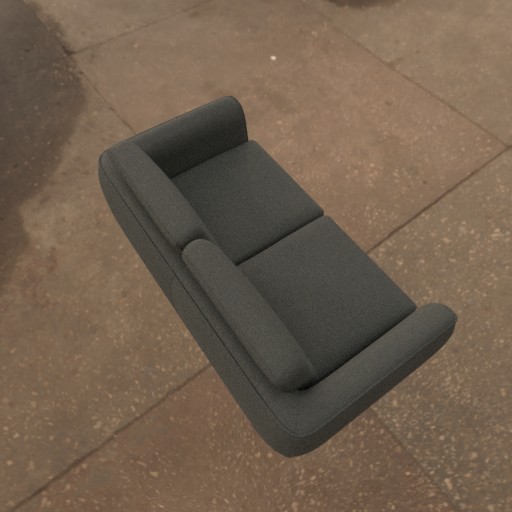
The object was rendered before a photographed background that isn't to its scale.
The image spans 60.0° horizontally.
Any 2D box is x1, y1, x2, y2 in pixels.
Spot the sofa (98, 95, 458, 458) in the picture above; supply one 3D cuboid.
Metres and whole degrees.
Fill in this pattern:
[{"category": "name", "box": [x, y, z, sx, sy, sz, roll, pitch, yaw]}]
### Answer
[{"category": "sofa", "box": [0.000, 0.000, 2.172, 0.920, 0.850, 1.700, -31, 63, -18]}]
